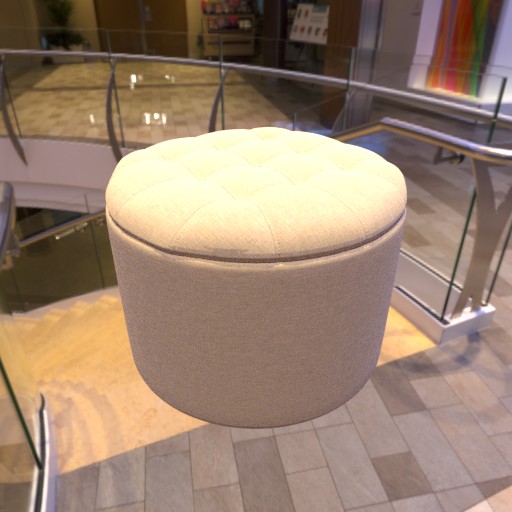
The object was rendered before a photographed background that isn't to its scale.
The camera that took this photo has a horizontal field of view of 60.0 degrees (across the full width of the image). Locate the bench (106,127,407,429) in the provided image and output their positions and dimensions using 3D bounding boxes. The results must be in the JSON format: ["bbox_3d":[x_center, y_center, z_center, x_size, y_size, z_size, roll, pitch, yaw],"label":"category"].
[{"bbox_3d":[0.000,0.000,0.992,0.600,0.454,0.600,0,30,0],"label":"bench"}]
